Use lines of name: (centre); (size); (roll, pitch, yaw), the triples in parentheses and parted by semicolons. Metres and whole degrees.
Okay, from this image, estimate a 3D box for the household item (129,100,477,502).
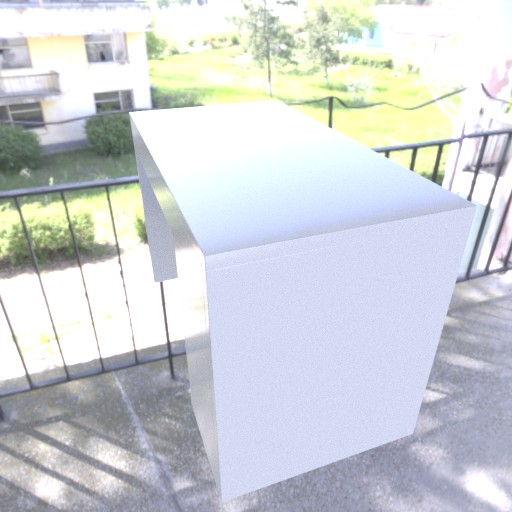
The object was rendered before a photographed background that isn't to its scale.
household item: (0.000, 0.000, 1.487); (0.597, 0.749, 1.100); (-11, 33, -17)
